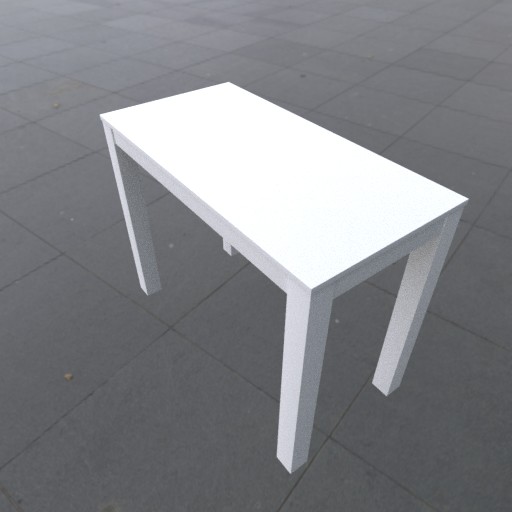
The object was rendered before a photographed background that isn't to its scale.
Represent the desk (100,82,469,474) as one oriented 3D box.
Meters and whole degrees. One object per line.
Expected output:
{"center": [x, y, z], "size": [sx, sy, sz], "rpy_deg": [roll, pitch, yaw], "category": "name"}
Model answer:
{"center": [0.000, 0.000, 1.467], "size": [0.497, 0.762, 0.990], "rpy_deg": [-26, 47, -27], "category": "desk"}
